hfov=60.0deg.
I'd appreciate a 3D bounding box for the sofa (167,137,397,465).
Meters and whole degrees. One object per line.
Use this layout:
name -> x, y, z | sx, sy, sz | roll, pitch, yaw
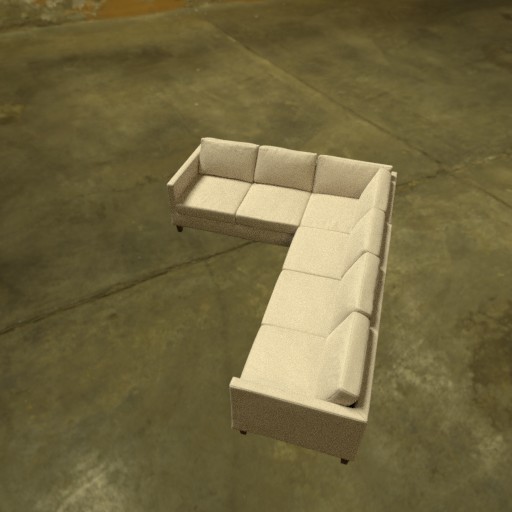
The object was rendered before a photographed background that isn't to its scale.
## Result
sofa -> 0.000, 0.000, 4.327 | 2.432, 0.863, 3.182 | 11, 43, 13
